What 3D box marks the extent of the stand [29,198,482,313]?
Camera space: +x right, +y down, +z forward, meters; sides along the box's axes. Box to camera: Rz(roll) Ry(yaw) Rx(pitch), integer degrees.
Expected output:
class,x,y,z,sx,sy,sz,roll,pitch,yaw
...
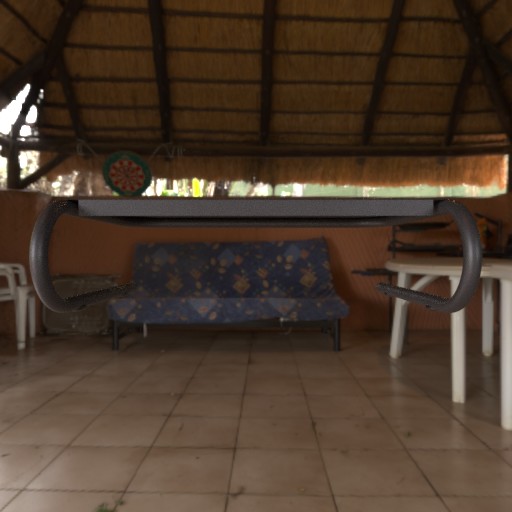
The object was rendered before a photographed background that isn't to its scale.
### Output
class,x,y,z,sx,sy,sz,roll,pitch,yaw
stand,0.000,0.000,0.496,0.370,0.108,0.280,0,0,0
